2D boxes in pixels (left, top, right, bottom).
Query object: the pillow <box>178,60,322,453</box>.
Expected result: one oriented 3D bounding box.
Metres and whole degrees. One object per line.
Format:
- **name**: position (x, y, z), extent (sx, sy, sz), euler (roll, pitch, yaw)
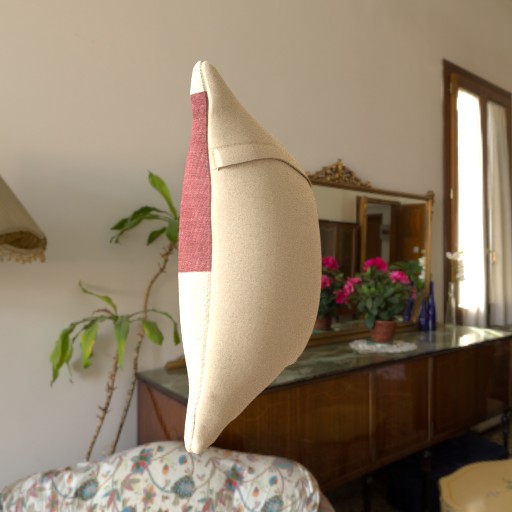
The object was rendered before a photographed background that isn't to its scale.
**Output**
- **pillow**: position (0.000, 0.000, 0.808), extent (0.229, 0.506, 0.536), euler (0, -1, 17)
